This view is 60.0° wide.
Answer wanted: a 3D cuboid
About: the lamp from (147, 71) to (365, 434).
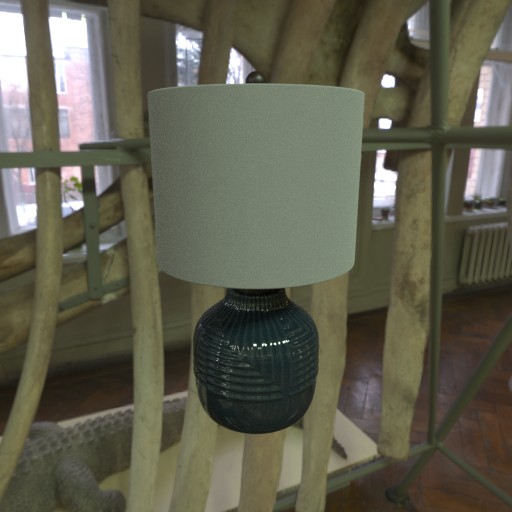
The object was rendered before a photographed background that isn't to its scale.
[{"bbox_3d":[0.000,0.000,0.730,0.318,0.567,0.318,0,15,0],"label":"lamp"}]
